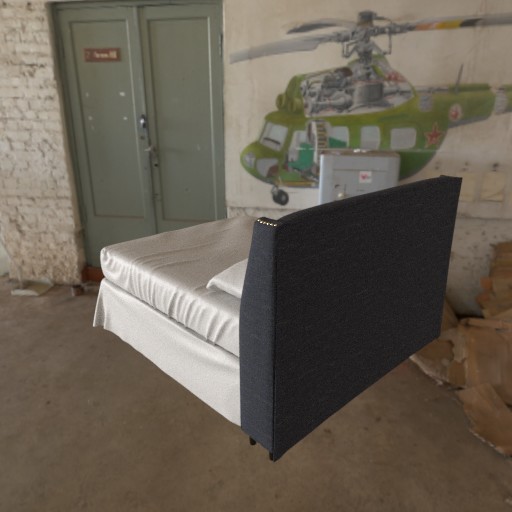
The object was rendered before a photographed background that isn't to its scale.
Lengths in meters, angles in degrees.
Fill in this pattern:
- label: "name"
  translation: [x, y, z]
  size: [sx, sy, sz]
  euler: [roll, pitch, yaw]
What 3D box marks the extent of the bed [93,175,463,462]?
- label: "bed"
  translation: [0.000, 0.000, 3.482]
  size: [1.925, 1.332, 2.276]
  euler: [-17, 26, -41]
